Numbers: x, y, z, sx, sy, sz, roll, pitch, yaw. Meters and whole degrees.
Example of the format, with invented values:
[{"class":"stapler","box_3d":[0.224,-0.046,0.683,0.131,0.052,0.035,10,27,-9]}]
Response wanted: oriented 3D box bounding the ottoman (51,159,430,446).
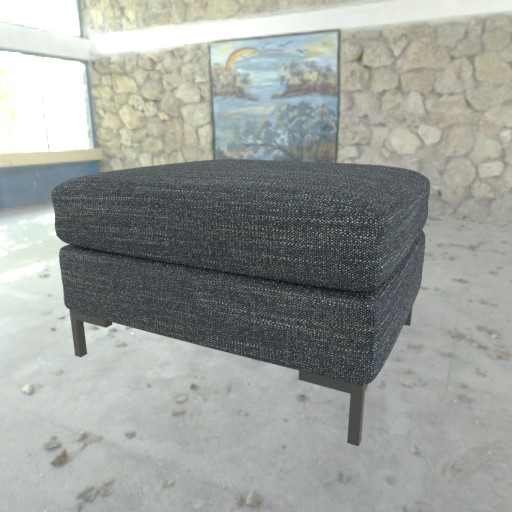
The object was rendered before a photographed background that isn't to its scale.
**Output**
[{"class":"ottoman","box_3d":[0.000,0.000,1.209,0.814,0.491,0.667,8,18,26]}]
